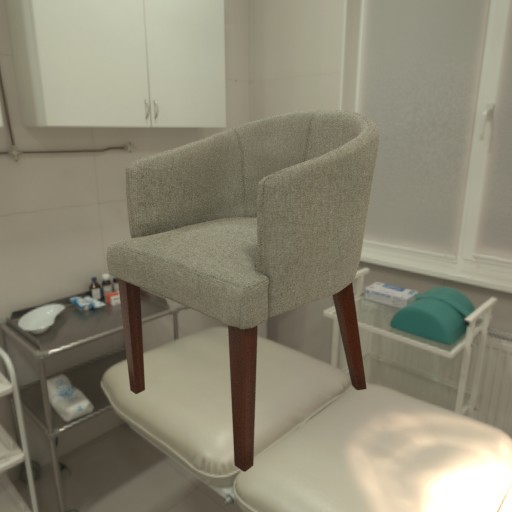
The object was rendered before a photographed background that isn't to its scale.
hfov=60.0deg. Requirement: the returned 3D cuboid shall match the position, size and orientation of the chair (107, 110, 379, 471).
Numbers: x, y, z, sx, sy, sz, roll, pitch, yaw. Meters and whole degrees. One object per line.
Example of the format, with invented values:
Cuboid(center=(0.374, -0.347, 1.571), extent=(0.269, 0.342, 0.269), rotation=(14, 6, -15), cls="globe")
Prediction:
Cuboid(center=(0.000, 0.000, 1.269), extent=(0.583, 0.811, 0.655), rotation=(14, 21, 41), cls="chair")
